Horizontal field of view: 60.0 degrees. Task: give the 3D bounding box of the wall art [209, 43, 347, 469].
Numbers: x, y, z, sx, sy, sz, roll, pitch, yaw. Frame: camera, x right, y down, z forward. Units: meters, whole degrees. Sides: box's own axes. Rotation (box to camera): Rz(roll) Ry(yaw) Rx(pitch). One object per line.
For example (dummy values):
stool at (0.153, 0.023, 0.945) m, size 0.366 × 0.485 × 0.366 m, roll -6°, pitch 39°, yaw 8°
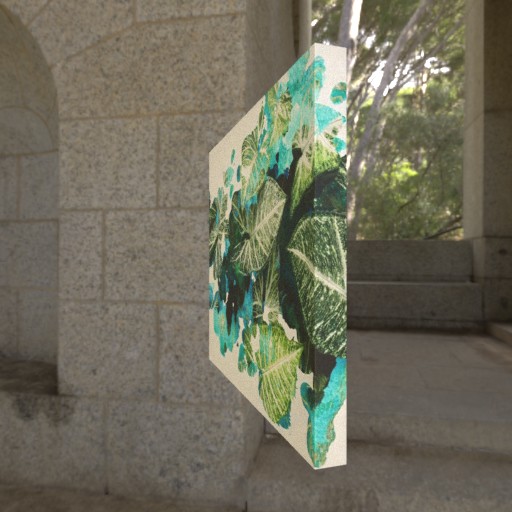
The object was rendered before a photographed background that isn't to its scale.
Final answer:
wall art at (0.000, 0.000, 0.698) m, size 0.041 × 0.435 × 0.507 m, roll 0°, pitch 0°, yaw -18°
